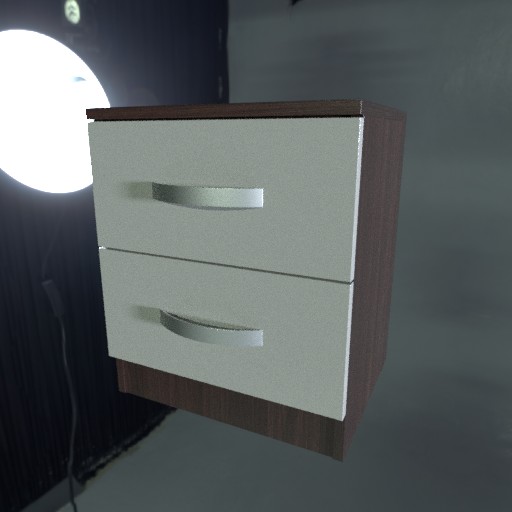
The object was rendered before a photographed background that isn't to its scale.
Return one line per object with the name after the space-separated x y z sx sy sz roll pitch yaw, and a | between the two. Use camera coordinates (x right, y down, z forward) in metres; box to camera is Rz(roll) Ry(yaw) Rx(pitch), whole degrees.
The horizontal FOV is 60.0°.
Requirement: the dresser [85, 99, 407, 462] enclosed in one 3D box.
0.000 0.000 0.750 0.400 0.470 0.360 7 17 25 | dresser
